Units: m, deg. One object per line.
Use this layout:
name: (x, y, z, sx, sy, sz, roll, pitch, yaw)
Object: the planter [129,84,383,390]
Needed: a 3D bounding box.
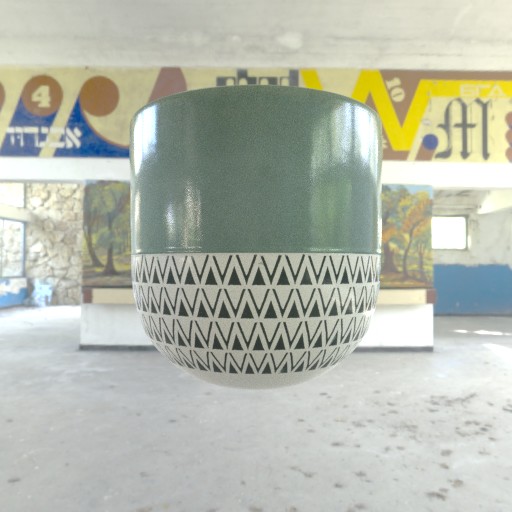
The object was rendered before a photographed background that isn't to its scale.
planter: (0.000, 0.000, 0.483, 0.266, 0.270, 0.266, 0, -1, 0)
